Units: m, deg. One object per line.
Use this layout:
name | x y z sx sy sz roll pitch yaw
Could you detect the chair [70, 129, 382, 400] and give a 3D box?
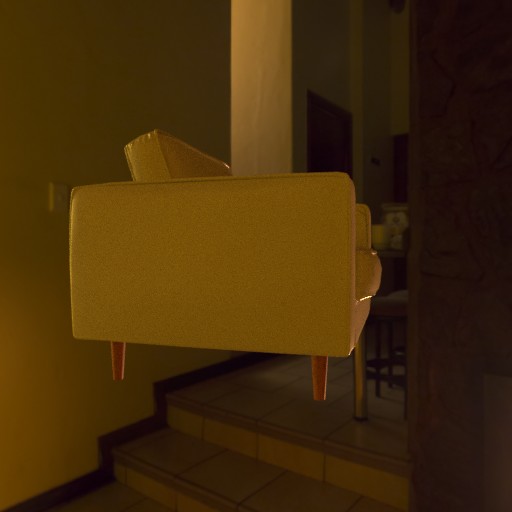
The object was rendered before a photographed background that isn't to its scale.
chair | 0.000 0.000 1.552 0.843 0.773 0.928 0 1 17
